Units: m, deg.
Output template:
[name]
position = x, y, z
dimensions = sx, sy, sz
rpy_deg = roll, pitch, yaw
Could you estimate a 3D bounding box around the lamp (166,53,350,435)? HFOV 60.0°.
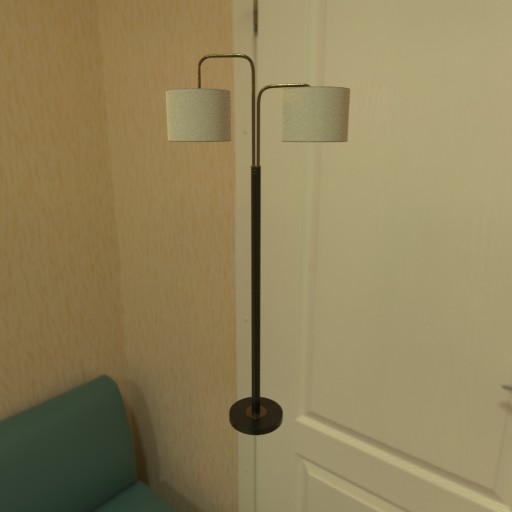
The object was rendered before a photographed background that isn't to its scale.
[lamp]
position = 0.000, 0.000, 1.882
dimensions = 0.711, 1.587, 0.254
rpy_deg = 2, 16, 9
